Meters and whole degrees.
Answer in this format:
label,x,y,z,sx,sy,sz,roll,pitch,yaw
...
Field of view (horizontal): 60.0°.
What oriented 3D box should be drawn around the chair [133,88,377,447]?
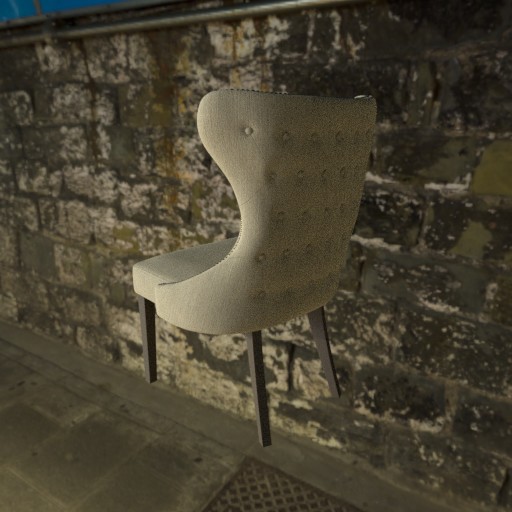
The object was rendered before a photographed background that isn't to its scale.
label,x,y,z,sx,sy,sz,roll,pitch,yaw
chair,0.000,0.000,1.411,0.628,0.967,0.635,-16,23,-41
